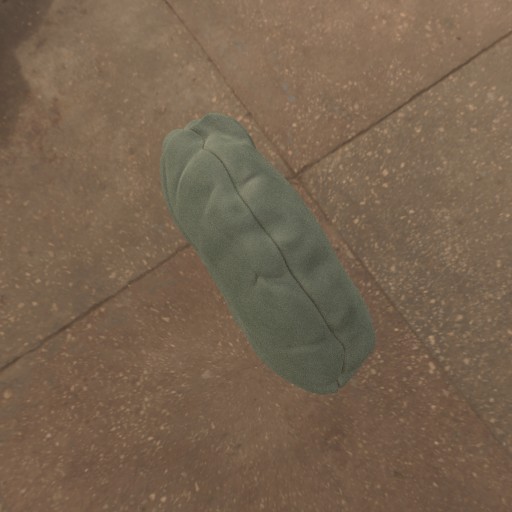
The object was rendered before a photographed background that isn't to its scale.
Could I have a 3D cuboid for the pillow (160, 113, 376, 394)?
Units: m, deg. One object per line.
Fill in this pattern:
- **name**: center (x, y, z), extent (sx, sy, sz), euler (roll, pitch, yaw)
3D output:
- **pillow**: center (0.000, 0.000, 0.638), extent (0.148, 0.407, 0.428), euler (-32, 78, -8)
